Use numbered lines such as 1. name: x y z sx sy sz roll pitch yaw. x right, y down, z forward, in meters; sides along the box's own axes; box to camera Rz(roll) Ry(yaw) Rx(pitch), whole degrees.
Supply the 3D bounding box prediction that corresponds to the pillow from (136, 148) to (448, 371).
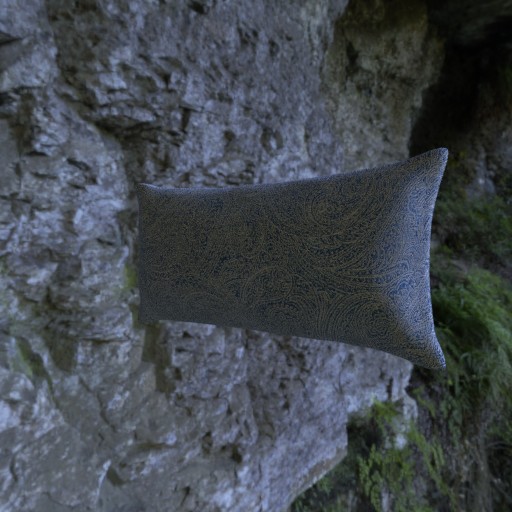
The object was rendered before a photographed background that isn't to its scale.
1. pillow: 0.000 0.000 0.760 0.615 0.295 0.151 1 2 35
